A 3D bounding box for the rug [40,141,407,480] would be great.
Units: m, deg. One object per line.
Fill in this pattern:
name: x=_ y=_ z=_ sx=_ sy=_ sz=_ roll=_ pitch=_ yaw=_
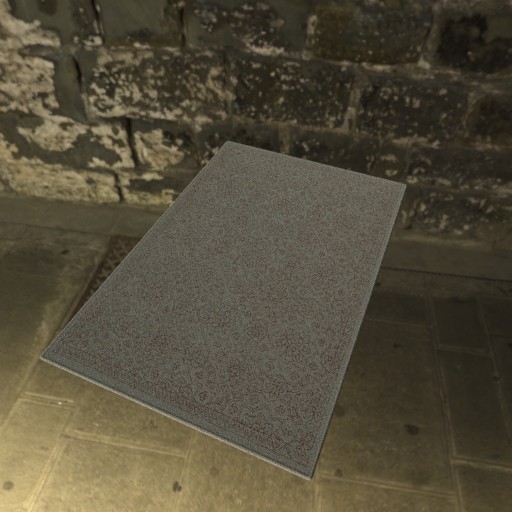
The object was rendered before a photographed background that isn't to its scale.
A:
rug: x=0.000 y=0.000 z=2.291 sx=1.219 sy=0.010 sz=1.829 roll=18 pitch=49 yaw=16
